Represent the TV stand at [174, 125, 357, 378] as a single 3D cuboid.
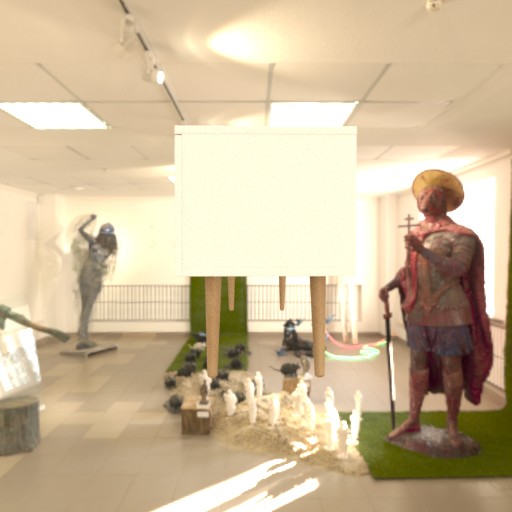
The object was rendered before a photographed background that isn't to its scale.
[{"bbox_3d":[0.000,0.000,1.628,0.401,0.560,1.398,0,1,-1],"label":"TV stand"}]
